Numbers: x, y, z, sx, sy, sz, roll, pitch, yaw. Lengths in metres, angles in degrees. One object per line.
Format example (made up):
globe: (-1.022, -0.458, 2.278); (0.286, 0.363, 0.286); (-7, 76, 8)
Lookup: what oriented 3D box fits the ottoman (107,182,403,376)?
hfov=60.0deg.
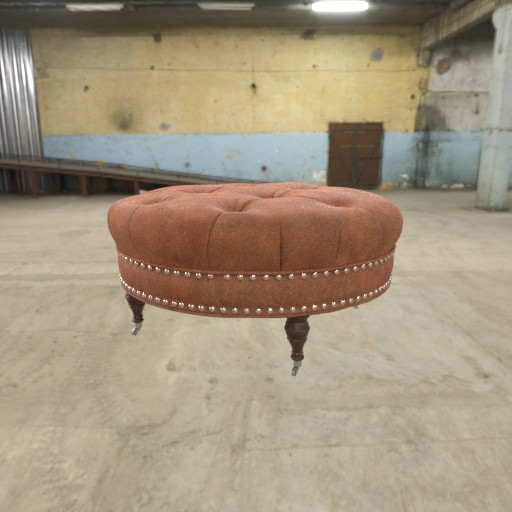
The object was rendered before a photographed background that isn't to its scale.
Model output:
ottoman: (0.000, 0.000, 1.432); (0.901, 0.444, 0.901); (0, 13, 0)
